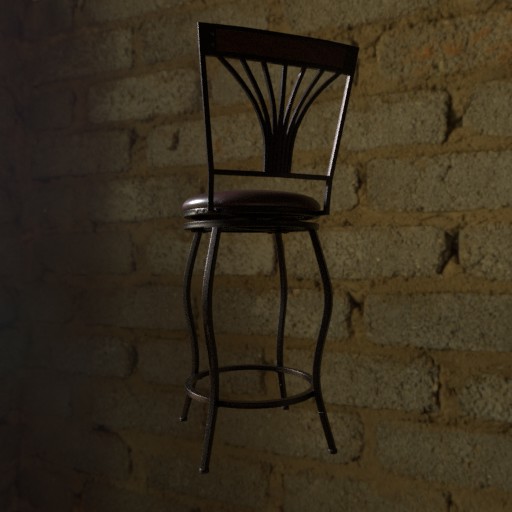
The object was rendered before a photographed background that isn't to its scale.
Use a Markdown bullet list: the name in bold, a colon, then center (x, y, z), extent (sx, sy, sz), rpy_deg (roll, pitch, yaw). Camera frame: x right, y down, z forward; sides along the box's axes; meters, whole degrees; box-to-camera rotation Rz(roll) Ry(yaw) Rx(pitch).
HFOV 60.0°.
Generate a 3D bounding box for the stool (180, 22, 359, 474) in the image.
- **stool**: center (0.000, 0.000, 1.334), extent (0.433, 1.117, 0.514), rpy_deg (0, 0, -18)
